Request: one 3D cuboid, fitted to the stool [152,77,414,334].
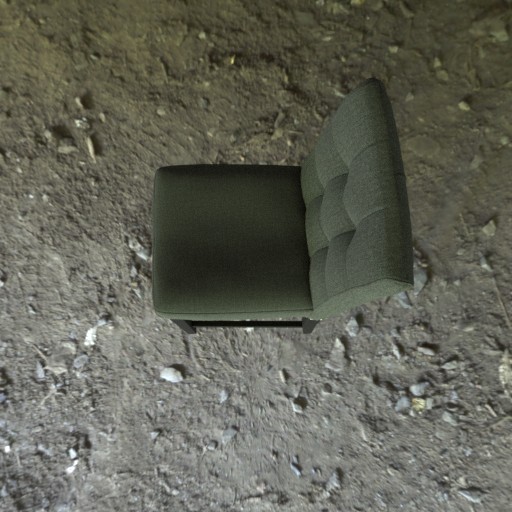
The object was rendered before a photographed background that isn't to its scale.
[{"bbox_3d":[0.000,0.000,1.279,0.548,1.047,0.411,-3,75,-1],"label":"stool"}]
